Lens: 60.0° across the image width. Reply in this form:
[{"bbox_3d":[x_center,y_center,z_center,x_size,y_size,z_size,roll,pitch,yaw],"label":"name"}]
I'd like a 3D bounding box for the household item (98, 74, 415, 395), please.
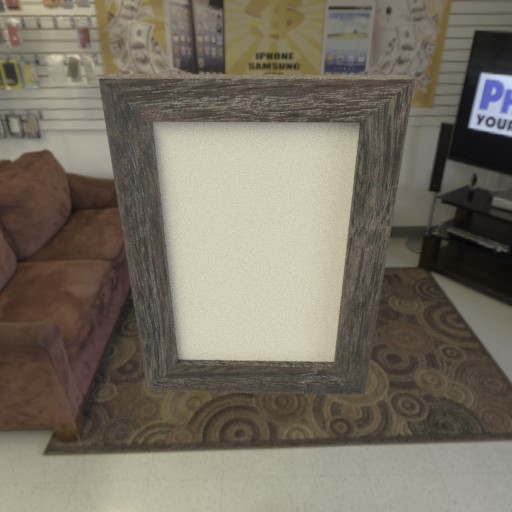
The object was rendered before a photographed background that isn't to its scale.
[{"bbox_3d":[0.000,0.000,0.238,0.133,0.180,0.020,1,28,1],"label":"household item"}]
